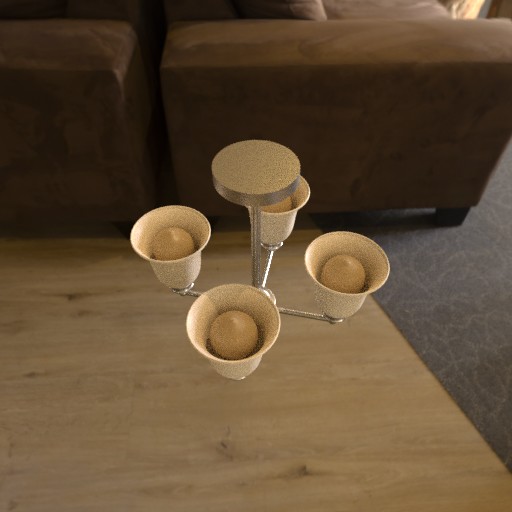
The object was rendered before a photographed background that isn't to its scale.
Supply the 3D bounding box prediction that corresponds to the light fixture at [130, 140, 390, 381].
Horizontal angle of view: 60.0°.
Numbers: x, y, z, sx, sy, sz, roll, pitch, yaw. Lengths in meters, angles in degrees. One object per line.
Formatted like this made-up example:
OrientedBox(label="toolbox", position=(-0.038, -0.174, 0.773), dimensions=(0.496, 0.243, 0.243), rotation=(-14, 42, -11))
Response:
OrientedBox(label="light fixture", position=(0.000, 0.000, 0.740), dimensions=(0.427, 0.370, 0.427), rotation=(10, 49, 8))
